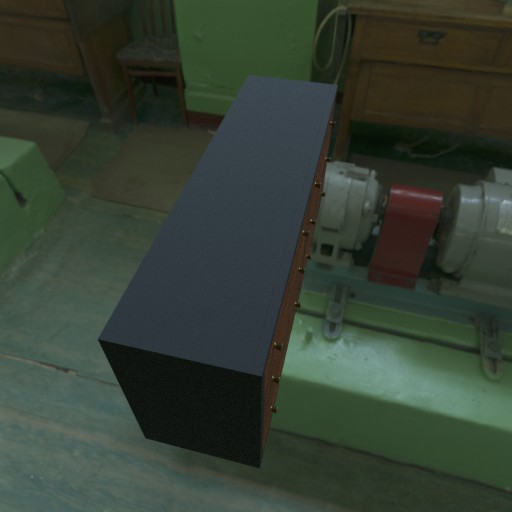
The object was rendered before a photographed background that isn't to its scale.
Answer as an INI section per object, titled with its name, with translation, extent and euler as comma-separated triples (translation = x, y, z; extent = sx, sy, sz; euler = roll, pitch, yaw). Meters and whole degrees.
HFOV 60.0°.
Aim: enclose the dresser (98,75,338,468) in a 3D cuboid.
[dresser]
translation = 0.000, 0.000, 1.948
extent = 0.463, 0.872, 1.558
euler = 10, 48, 9
